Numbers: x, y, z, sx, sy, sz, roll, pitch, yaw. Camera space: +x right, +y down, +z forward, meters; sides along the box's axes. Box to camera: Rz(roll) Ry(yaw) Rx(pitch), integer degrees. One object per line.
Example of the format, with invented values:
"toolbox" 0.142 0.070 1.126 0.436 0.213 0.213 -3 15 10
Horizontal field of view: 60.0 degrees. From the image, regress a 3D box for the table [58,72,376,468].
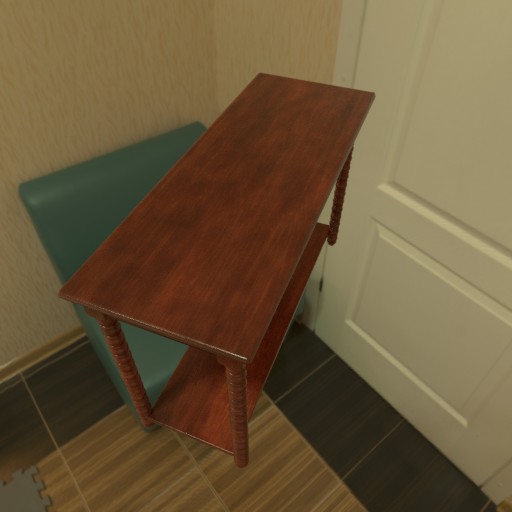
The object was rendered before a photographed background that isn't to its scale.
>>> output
"table" 0.000 0.000 1.536 0.459 0.740 1.184 16 48 15
